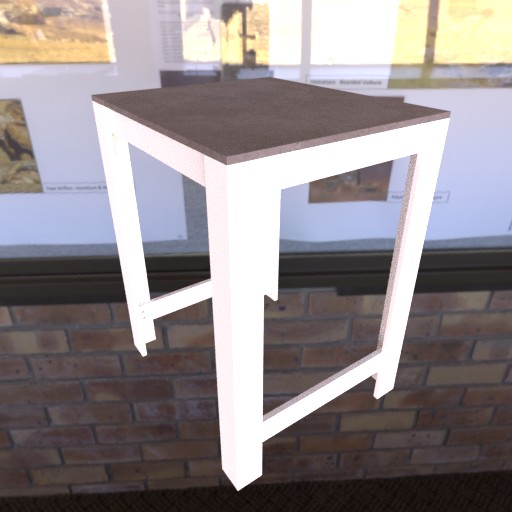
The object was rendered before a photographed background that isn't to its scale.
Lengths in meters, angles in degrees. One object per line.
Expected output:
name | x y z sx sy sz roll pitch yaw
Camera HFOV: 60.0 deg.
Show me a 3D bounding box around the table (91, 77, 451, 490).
table | 0.000 0.000 1.532 0.700 1.020 0.800 -19 35 -30
